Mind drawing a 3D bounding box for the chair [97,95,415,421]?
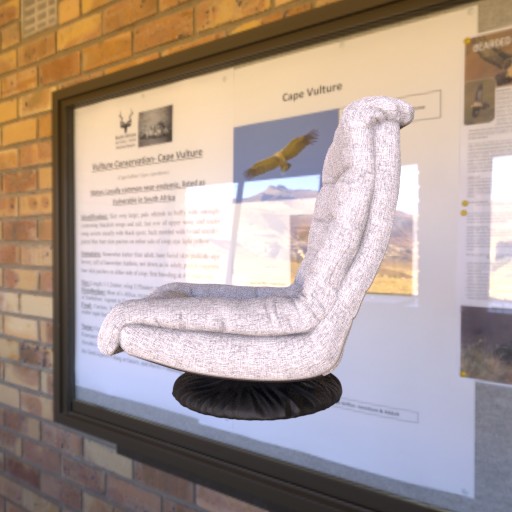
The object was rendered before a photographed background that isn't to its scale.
[{"bbox_3d":[0.000,0.000,0.967,0.583,0.600,0.400,0,1,1],"label":"chair"}]
